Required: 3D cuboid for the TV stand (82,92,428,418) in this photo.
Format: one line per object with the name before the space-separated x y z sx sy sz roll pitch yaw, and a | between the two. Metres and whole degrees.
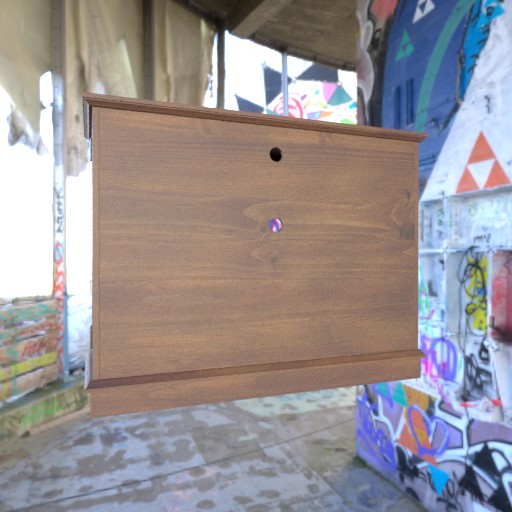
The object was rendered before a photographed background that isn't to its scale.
TV stand | 0.000 0.000 1.472 1.067 0.813 0.406 0 0 -21
